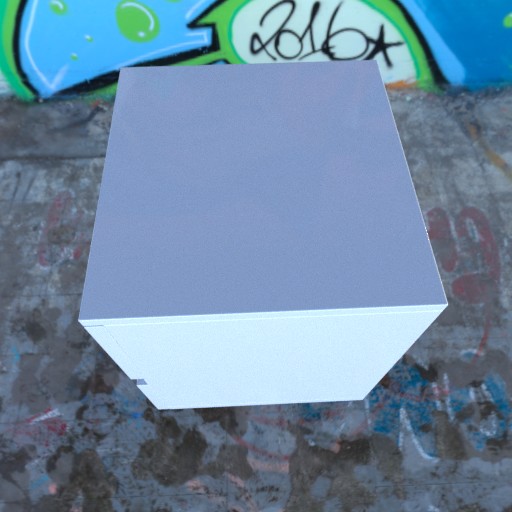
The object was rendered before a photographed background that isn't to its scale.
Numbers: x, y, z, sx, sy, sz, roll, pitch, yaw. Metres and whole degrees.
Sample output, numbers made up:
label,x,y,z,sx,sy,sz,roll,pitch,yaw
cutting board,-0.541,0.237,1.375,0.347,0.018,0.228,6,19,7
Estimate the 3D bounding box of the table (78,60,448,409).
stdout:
label,x,y,z,sx,sy,sz,roll,pitch,yaw
table,0.000,0.000,0.787,0.400,0.470,0.420,-2,59,-1
